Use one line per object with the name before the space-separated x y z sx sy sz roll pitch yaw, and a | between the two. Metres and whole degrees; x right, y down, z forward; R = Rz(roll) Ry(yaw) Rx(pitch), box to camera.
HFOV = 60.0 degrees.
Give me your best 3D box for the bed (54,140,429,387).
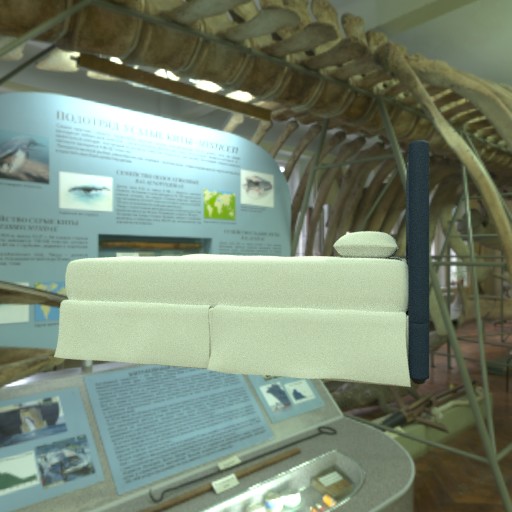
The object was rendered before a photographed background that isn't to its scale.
bed | 0.000 0.000 3.557 2.507 1.441 1.741 0 0 18
